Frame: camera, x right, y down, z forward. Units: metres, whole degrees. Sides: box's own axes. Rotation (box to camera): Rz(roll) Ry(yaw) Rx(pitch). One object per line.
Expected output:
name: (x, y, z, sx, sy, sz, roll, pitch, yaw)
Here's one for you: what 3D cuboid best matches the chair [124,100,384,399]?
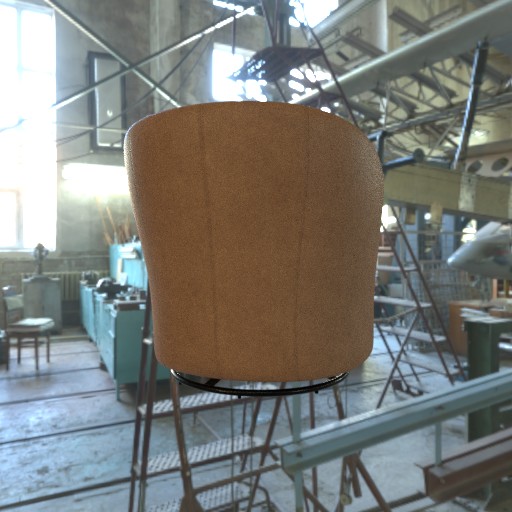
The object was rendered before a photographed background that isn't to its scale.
chair: (0.000, 0.000, 1.455, 0.791, 0.771, 0.815, 0, 1, 19)
